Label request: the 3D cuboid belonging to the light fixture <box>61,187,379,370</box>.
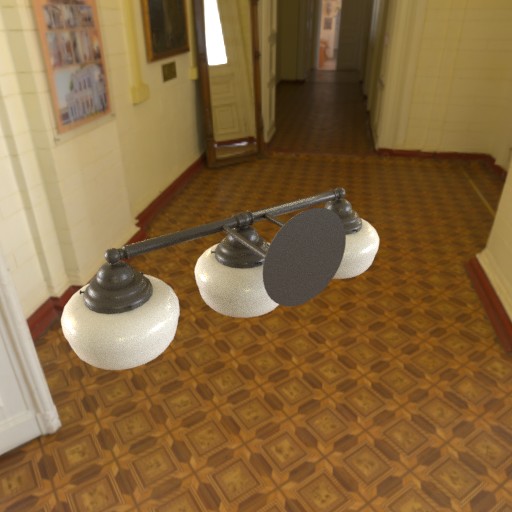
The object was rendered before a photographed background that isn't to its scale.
[{"bbox_3d":[0.000,0.000,0.702,0.587,0.242,0.239,-18,34,-30],"label":"light fixture"}]
